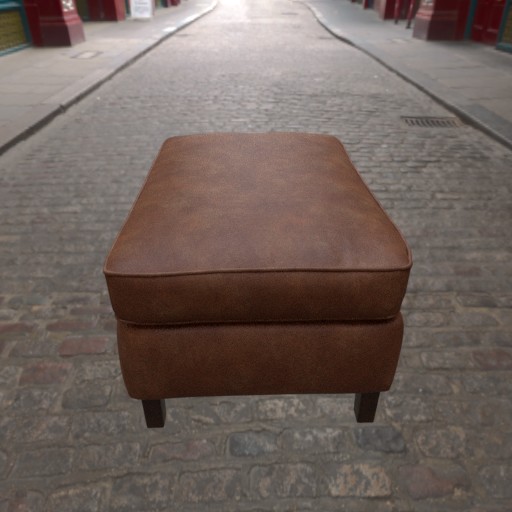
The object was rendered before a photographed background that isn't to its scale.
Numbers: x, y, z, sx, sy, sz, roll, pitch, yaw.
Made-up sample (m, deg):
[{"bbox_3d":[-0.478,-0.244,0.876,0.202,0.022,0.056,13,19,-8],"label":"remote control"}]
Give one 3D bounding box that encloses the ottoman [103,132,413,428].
[{"bbox_3d":[0.000,0.000,0.995,0.501,0.418,0.665,-1,32,-1],"label":"ottoman"}]
